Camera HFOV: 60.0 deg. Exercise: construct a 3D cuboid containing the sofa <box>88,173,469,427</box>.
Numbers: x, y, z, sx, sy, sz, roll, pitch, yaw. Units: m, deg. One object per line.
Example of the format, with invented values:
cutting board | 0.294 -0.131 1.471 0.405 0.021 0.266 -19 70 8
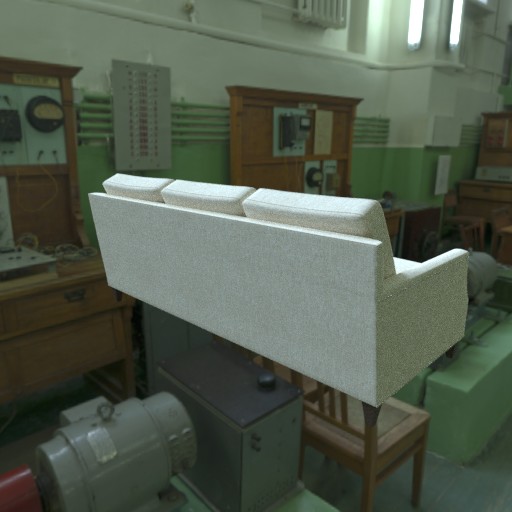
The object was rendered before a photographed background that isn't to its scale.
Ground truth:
sofa | 0.000 0.000 2.732 2.210 0.940 1.041 14 20 43
